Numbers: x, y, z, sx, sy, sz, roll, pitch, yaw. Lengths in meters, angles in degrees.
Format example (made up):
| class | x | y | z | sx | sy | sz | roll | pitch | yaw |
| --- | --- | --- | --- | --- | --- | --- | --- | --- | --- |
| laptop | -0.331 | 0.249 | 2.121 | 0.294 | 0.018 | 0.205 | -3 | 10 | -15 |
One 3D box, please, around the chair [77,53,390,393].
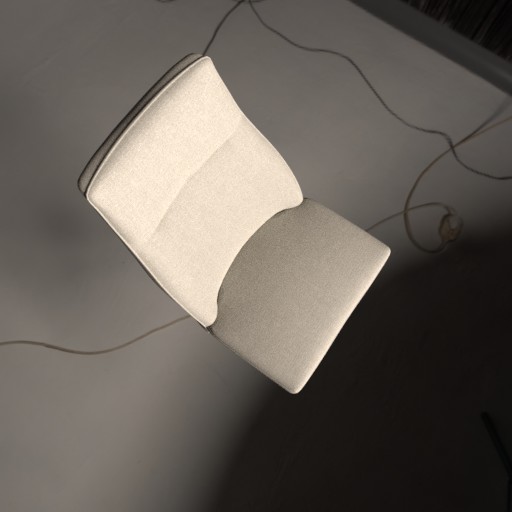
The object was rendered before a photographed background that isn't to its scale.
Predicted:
| class | x | y | z | sx | sy | sz | roll | pitch | yaw |
| --- | --- | --- | --- | --- | --- | --- | --- | --- | --- |
| chair | 0.000 | 0.000 | 1.250 | 0.620 | 0.930 | 0.500 | 35 | 78 | 8 |
